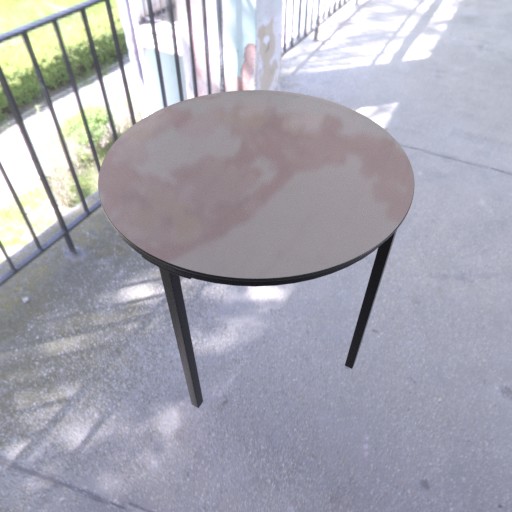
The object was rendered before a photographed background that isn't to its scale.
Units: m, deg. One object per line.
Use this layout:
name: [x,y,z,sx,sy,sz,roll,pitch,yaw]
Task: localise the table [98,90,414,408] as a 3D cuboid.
table: [0.000,0.000,0.879,0.499,0.443,0.499,0,47,0]
